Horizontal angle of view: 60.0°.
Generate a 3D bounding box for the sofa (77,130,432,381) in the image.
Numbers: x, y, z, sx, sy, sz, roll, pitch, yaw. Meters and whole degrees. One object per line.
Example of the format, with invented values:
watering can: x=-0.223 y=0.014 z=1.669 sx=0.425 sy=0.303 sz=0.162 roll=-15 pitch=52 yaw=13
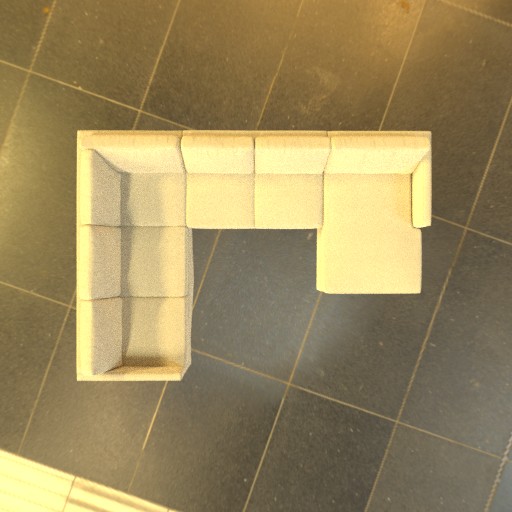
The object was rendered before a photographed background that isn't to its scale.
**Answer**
sofa: x=0.000 y=0.000 z=4.527 sx=3.460 sy=0.882 sz=2.427 roll=0 pitch=90 yaw=-1
